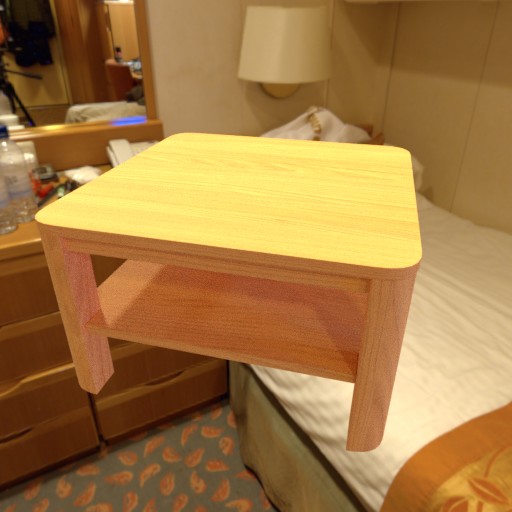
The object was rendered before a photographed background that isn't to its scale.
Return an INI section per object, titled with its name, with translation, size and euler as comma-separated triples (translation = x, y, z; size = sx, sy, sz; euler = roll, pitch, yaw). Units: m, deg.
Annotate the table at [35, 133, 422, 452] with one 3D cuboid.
[table]
translation = 0.000, 0.000, 1.205
size = 0.750, 0.450, 0.750
euler = 7, 30, 13
